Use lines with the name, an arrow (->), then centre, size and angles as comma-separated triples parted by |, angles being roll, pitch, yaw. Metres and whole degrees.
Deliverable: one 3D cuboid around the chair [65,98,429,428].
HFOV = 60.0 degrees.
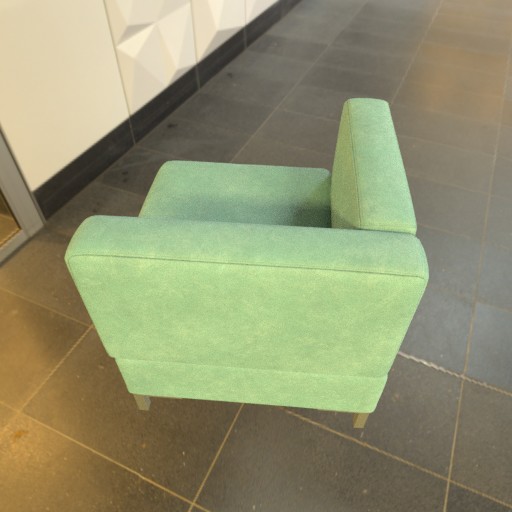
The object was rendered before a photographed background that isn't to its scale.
chair -> 0.000, 0.000, 1.222 | 0.680, 0.660, 0.680 | 4, 47, 3
